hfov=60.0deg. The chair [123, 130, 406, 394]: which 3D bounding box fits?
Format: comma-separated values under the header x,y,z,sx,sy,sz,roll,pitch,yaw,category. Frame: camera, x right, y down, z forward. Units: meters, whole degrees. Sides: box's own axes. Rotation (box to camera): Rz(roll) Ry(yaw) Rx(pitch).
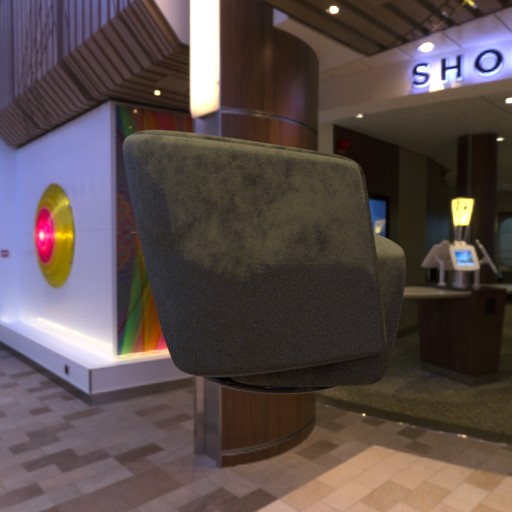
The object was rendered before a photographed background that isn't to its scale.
x,y,z,sx,sy,sz,roll,pitch,yaw,category
0.000,0.000,1.379,0.767,0.698,0.773,0,2,1,chair
